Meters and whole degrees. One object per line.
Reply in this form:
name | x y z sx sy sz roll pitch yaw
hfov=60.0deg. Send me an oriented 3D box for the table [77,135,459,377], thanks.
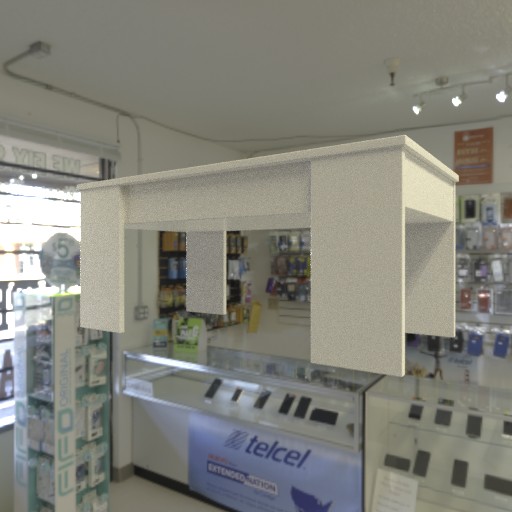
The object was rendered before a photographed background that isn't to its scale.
table | 0.000 0.000 1.289 1.000 0.440 0.500 0 0 35
